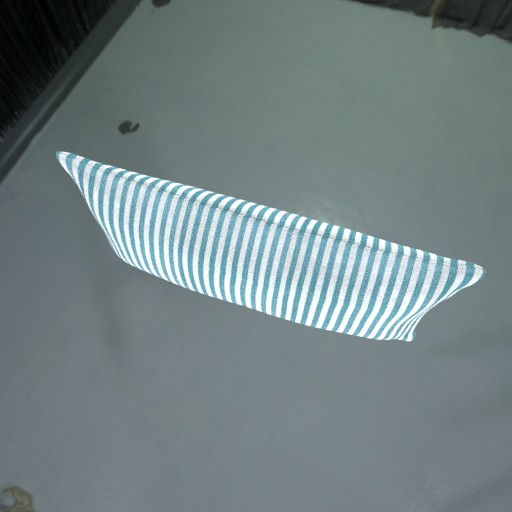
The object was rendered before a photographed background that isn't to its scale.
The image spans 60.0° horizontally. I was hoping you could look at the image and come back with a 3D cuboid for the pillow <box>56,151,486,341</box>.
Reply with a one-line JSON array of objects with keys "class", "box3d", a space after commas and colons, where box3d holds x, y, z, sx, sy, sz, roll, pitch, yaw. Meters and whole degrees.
[{"class": "pillow", "box3d": [0.000, 0.000, 0.733, 0.617, 0.295, 0.151, 16, 64, 8]}]
